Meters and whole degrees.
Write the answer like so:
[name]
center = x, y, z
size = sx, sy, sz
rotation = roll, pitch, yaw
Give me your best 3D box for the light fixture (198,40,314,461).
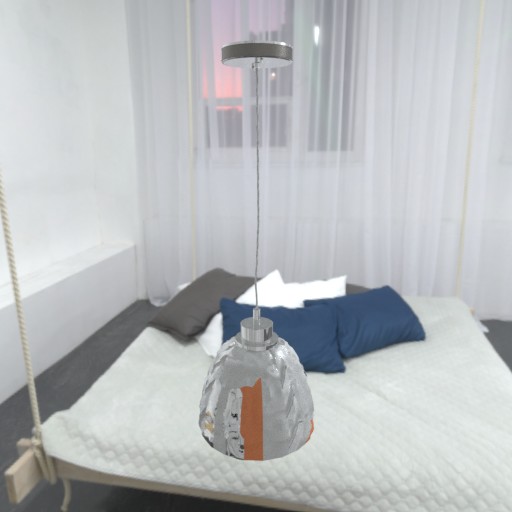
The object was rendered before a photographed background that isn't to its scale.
[light fixture]
center = 0.000, 0.000, 1.751
size = 0.500, 1.511, 0.496
rotation = -2, 15, -9
